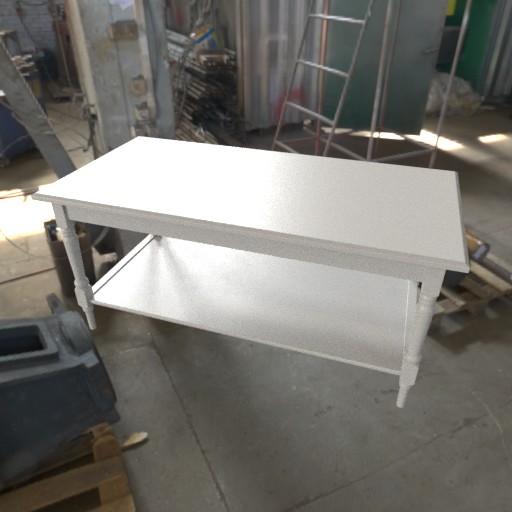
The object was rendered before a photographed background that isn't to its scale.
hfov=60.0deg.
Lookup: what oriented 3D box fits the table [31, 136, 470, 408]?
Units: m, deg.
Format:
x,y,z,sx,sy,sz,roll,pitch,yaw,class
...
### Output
x,y,z,sx,sy,sz,roll,pitch,yaw,class
0.000,0.000,1.409,1.109,0.506,0.551,10,34,16,table
